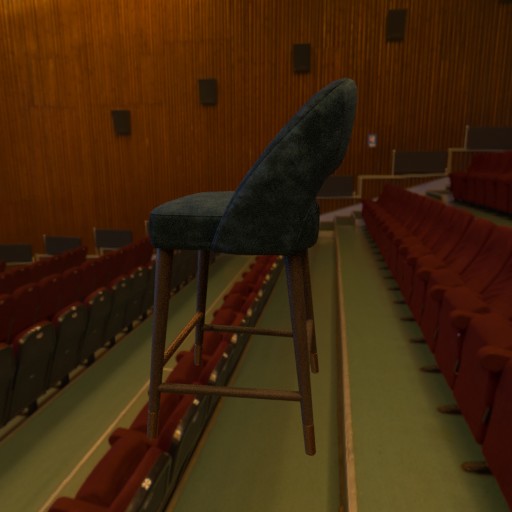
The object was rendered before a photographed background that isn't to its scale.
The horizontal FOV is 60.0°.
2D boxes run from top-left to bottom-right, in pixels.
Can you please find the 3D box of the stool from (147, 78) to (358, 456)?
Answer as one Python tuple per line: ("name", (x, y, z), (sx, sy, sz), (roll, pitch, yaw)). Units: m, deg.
("stool", (0.000, 0.000, 1.267), (0.524, 0.925, 0.536), (2, 13, 9))
